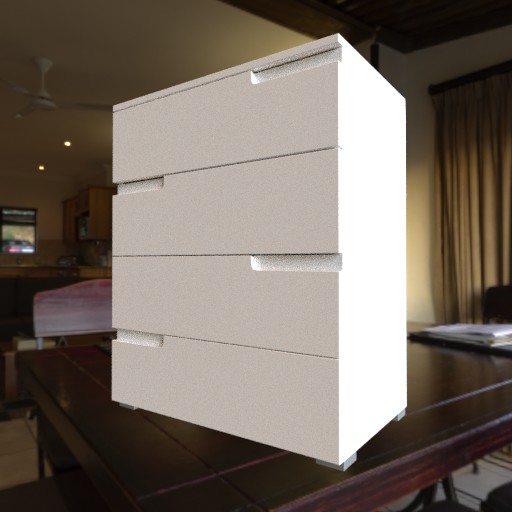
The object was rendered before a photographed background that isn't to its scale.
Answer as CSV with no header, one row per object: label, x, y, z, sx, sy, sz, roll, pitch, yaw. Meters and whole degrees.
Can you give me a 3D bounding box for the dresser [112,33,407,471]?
dresser,0.000,0.000,1.150,0.650,0.800,0.400,-1,-1,35
